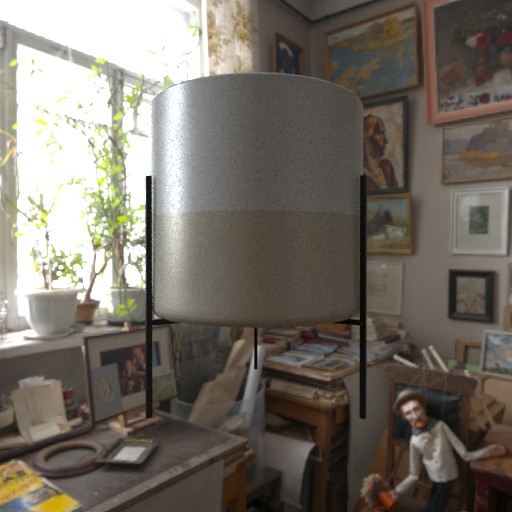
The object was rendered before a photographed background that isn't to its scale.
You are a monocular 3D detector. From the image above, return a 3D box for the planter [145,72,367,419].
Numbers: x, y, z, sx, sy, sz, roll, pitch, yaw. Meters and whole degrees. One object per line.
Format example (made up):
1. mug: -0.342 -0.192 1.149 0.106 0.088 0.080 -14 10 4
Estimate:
1. planter: 0.000 0.000 0.760 0.359 0.484 0.368 0 1 0
